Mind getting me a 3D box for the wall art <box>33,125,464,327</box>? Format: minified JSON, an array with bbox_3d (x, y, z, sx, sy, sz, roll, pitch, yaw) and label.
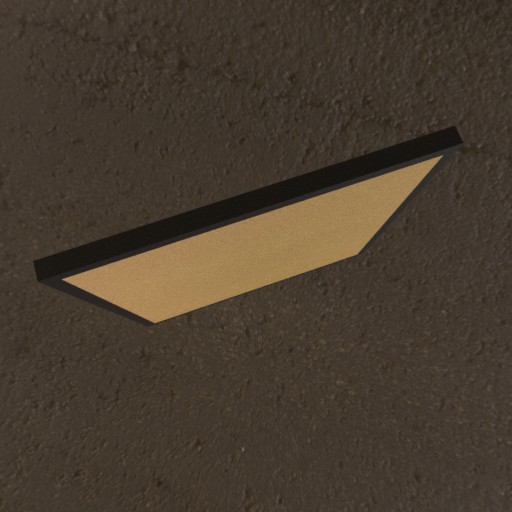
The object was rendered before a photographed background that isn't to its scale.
[{"bbox_3d":[0.000,0.000,1.121,0.762,0.760,0.037,-18,76,-5],"label":"wall art"}]
